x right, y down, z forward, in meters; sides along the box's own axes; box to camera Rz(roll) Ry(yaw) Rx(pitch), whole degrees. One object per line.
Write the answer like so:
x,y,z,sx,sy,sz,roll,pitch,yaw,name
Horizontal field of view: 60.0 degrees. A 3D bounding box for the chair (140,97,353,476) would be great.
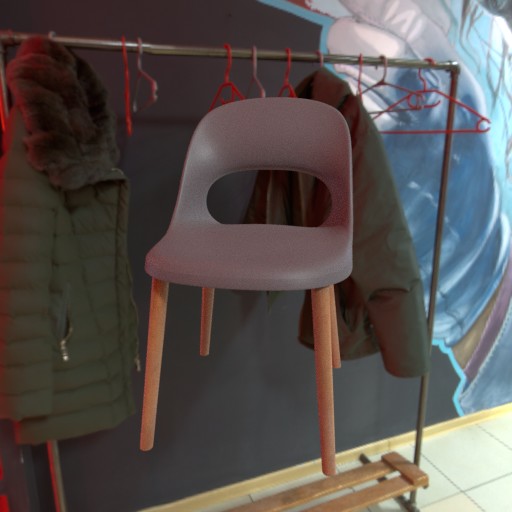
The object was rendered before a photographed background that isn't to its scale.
0.000,0.000,1.109,0.470,0.795,0.556,3,15,11,chair
